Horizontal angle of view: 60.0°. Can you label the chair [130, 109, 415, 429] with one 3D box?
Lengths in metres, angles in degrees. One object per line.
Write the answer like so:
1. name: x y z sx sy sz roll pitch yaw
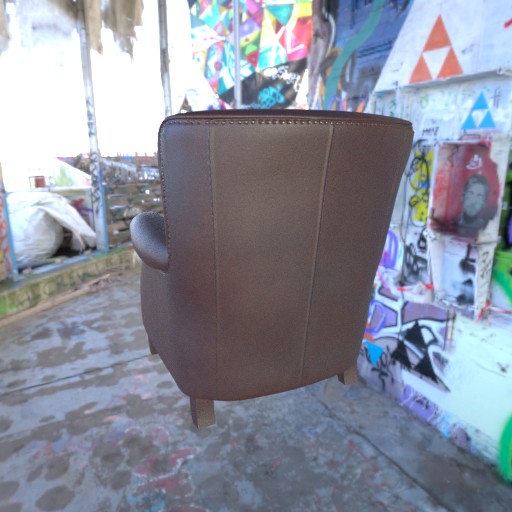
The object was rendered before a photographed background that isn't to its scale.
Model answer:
1. chair: 0.000 0.000 1.347 0.700 0.800 0.746 -7 15 -26
